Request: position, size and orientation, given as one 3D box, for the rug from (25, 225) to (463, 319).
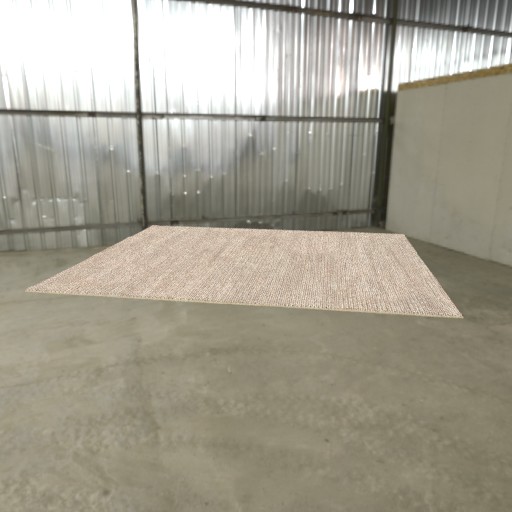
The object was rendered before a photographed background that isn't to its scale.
[{"bbox_3d":[0.000,0.000,4.166,3.052,0.030,2.429,2,16,9],"label":"rug"}]
